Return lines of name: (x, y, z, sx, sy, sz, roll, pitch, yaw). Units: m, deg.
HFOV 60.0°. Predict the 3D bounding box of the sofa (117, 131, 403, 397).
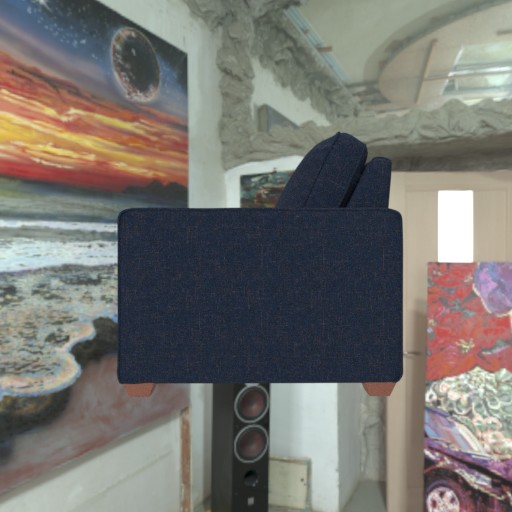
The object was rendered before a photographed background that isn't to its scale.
sofa: (0.000, 0.000, 2.251, 0.947, 0.918, 1.709, 0, 0, -1)
